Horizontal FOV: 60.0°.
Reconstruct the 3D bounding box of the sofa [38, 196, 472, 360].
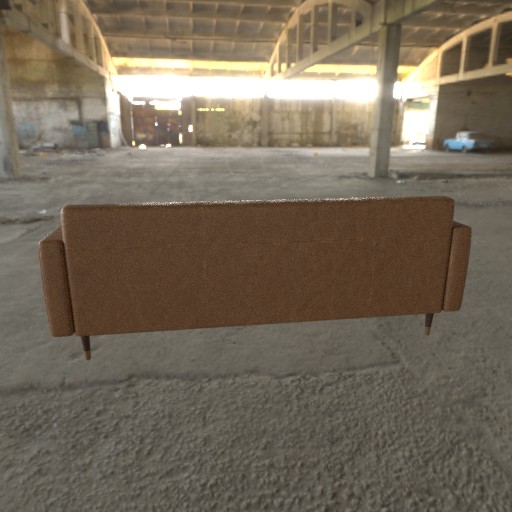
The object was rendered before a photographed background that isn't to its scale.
[{"bbox_3d":[0.000,0.000,2.757,2.291,0.821,0.990,-2,16,-8],"label":"sofa"}]
